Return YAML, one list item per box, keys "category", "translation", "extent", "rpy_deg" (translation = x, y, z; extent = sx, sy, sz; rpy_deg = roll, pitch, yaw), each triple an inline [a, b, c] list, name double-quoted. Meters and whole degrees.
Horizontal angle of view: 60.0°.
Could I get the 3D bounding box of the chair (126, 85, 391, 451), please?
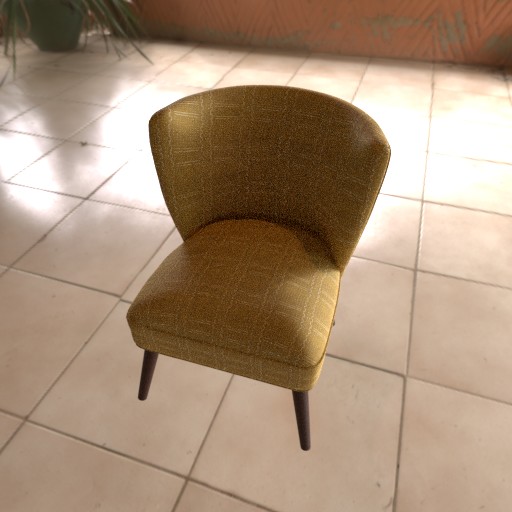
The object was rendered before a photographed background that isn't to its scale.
- category: "chair"
  translation: [0.000, 0.000, 1.454]
  extent: [0.706, 0.866, 0.758]
  rpy_deg: [12, 42, 13]
